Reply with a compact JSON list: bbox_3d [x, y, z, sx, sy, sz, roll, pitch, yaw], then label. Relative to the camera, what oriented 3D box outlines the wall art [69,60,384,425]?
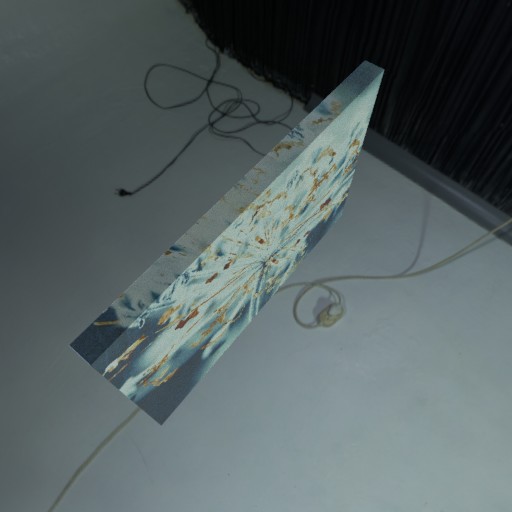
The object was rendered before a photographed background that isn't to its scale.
[{"bbox_3d":[0.000,0.000,0.770,0.036,0.405,0.607,35,66,18],"label":"wall art"}]
